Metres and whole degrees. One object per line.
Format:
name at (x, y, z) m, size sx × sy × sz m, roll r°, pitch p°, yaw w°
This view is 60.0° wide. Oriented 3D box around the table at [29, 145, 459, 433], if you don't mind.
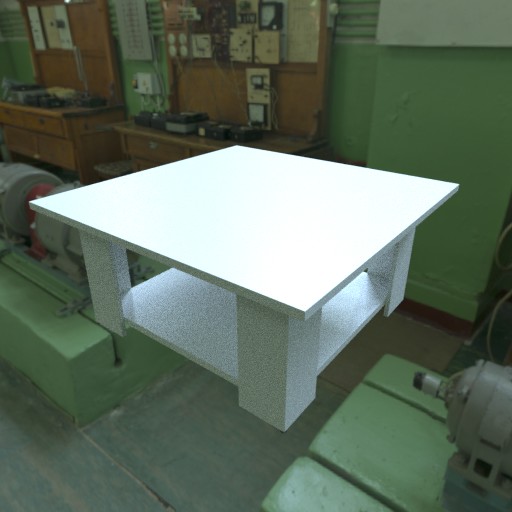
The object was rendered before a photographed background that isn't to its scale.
table at (0.000, 0.000, 1.039) m, size 0.670 × 0.305 × 0.670 m, roll 19°, pitch 32°, yaw 33°
